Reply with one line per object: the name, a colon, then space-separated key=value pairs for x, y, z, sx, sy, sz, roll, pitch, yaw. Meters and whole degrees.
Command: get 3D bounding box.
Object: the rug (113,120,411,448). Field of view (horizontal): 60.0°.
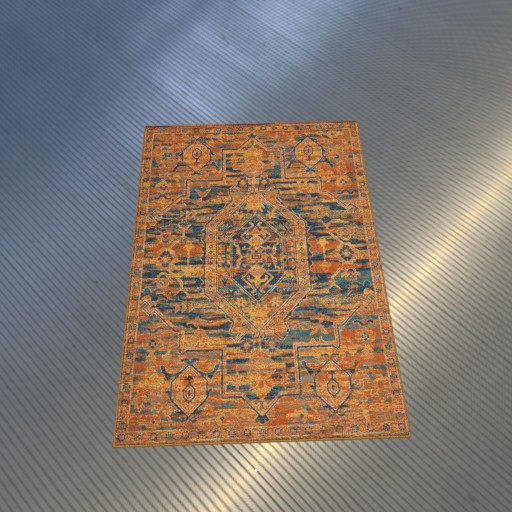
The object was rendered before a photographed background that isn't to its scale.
rug: x=0.000 y=0.000 z=2.831 sx=1.588 sy=0.024 sz=2.204 roll=-2 pitch=64 yaw=-1
